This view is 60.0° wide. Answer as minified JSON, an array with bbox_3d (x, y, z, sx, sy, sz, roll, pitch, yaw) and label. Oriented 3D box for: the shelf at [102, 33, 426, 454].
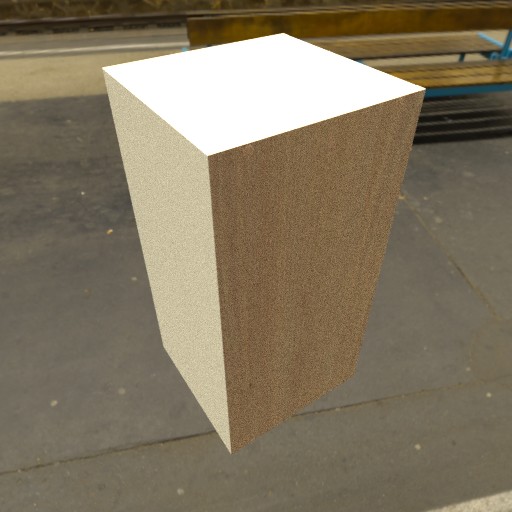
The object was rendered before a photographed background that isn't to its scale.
[{"bbox_3d":[0.000,0.000,0.752,0.297,0.594,0.290,-24,46,-25],"label":"shelf"}]
